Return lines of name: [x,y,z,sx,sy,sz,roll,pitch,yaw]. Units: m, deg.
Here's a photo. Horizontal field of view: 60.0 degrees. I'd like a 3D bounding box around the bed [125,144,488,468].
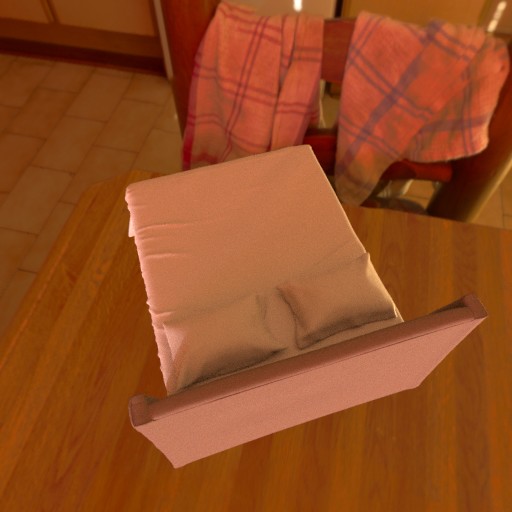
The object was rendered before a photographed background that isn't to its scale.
bed: [0.000,0.000,3.316,1.925,1.332,2.276,-15,58,-9]
